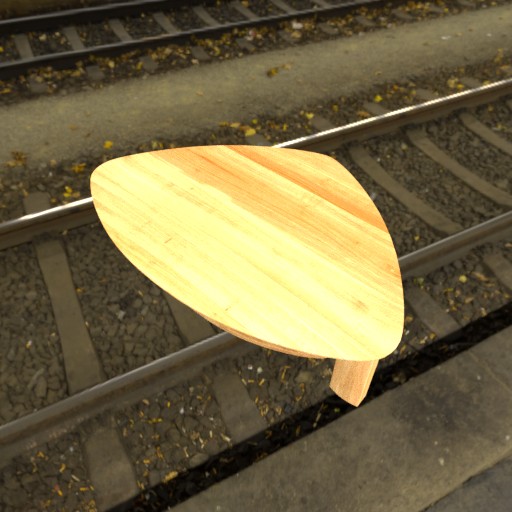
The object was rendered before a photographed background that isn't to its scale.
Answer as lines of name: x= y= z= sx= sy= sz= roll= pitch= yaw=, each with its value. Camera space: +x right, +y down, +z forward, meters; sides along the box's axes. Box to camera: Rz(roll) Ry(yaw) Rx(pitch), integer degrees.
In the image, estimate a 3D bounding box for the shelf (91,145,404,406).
shelf: x=0.000 y=0.000 z=1.646 sx=1.240 sy=0.439 sz=0.863 roll=32 pitch=53 yaw=28
